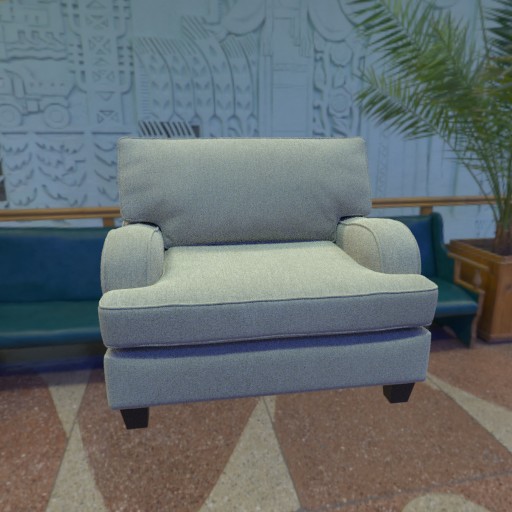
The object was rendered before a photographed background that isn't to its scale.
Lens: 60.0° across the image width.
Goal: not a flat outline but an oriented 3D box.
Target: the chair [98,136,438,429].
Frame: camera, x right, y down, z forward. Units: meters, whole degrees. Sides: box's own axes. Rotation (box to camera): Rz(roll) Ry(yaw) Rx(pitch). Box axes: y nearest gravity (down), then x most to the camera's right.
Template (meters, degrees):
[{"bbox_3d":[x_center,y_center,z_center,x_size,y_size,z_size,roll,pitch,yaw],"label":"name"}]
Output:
[{"bbox_3d":[0.000,0.000,1.968,1.220,1.016,1.041,-2,16,-9],"label":"chair"}]
